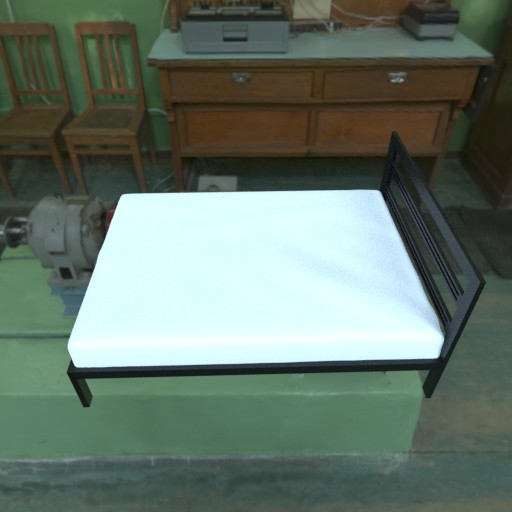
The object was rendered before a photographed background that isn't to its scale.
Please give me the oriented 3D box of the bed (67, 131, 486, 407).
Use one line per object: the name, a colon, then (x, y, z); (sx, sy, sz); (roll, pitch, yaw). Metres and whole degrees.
bed: (0.000, 0.000, 2.868); (2.062, 0.967, 1.524); (-1, 41, -1)
